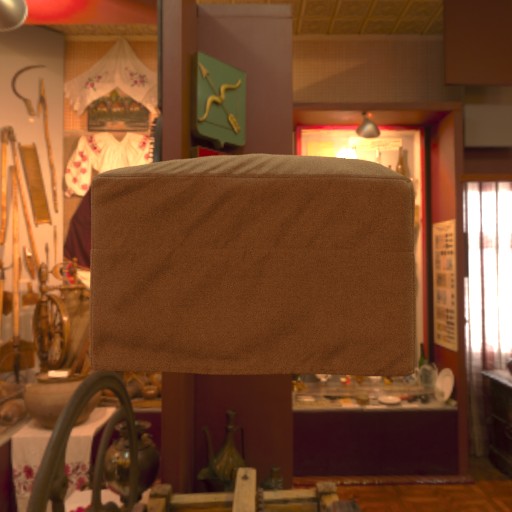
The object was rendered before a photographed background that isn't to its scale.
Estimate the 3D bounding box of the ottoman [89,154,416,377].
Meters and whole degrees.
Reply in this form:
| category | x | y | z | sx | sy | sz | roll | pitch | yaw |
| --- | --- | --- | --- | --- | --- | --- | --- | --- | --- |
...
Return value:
| category | x | y | z | sx | sy | sz | roll | pitch | yaw |
| --- | --- | --- | --- | --- | --- | --- | --- | --- | --- |
| ottoman | 0.000 | 0.000 | 1.264 | 0.683 | 0.481 | 0.837 | 0 | -1 | 1 |
